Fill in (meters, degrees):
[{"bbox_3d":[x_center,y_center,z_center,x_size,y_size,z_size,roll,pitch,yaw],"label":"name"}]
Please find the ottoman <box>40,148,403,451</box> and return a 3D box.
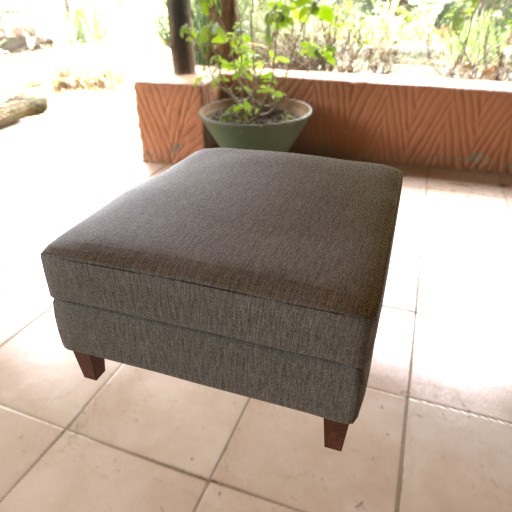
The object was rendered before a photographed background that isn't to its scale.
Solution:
[{"bbox_3d":[0.000,0.000,1.462,0.839,0.492,0.994,10,31,17],"label":"ottoman"}]
